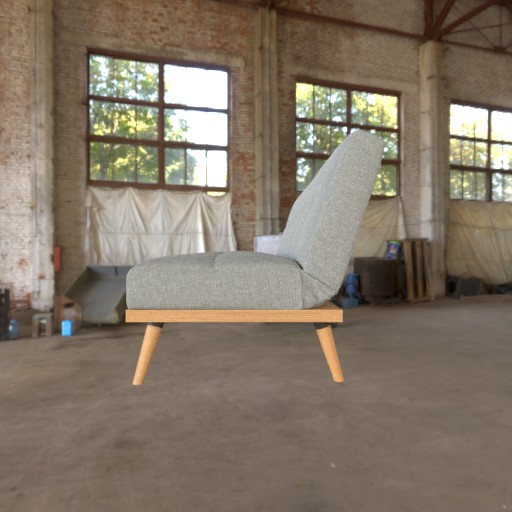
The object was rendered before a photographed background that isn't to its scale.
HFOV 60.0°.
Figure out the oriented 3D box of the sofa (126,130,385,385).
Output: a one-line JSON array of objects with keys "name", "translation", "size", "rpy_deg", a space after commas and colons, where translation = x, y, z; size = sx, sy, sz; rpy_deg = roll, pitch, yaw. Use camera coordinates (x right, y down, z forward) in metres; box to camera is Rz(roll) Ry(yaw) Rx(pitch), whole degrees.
[{"name": "sofa", "translation": [0.000, 0.000, 2.240], "size": [0.800, 0.800, 1.820], "rpy_deg": [0, 0, 0]}]
